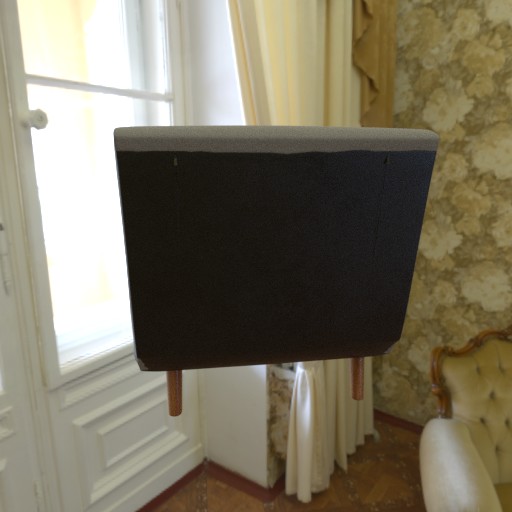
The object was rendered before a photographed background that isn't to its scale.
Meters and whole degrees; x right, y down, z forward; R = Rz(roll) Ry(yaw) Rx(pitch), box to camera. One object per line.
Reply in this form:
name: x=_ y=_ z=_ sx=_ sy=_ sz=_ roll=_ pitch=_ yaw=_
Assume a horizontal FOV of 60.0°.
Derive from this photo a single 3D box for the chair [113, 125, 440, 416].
chair: x=0.000 y=0.000 z=1.502 sx=0.770 sy=0.808 sz=0.902 roll=-2 pitch=13 yaw=-9
